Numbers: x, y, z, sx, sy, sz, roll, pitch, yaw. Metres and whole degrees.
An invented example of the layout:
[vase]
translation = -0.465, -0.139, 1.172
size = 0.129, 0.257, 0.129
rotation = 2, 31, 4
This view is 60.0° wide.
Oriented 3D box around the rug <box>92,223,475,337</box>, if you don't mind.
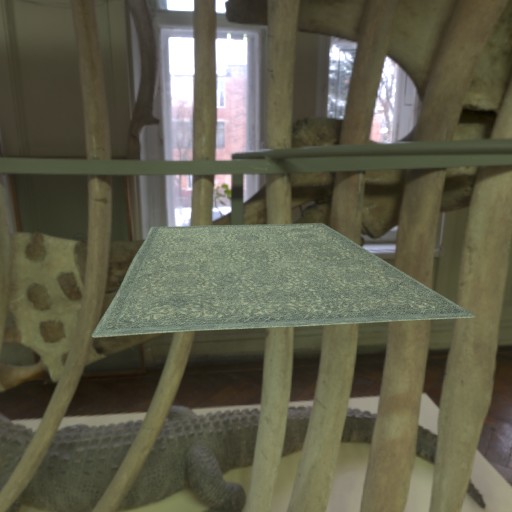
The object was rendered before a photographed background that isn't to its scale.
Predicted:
[rug]
translation = 0.000, 0.000, 2.259
size = 1.224, 0.016, 1.830
rotation = -2, 14, -7
